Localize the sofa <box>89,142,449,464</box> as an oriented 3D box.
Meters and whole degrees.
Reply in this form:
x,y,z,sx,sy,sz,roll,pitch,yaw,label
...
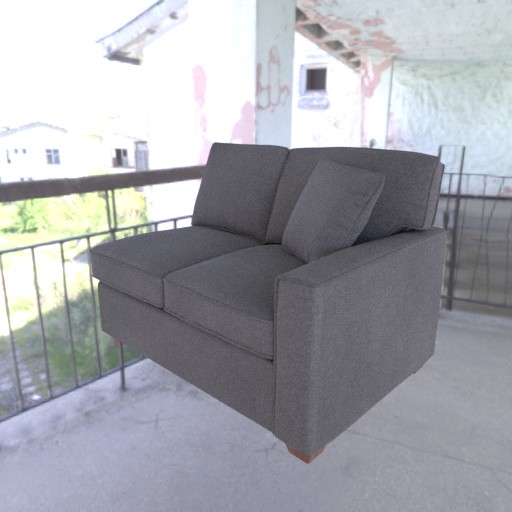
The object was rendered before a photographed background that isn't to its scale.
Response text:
x,y,z,sx,sy,sz,roll,pitch,yaw,label
0.000,0.000,2.052,1.388,0.989,0.991,15,21,42,sofa
